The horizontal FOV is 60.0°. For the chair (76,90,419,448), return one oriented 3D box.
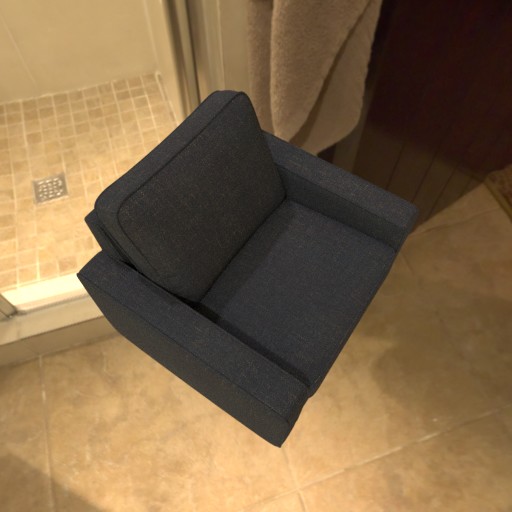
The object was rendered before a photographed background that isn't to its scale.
[{"bbox_3d":[0.000,0.000,1.772,0.940,0.919,1.017,31,64,17],"label":"chair"}]
